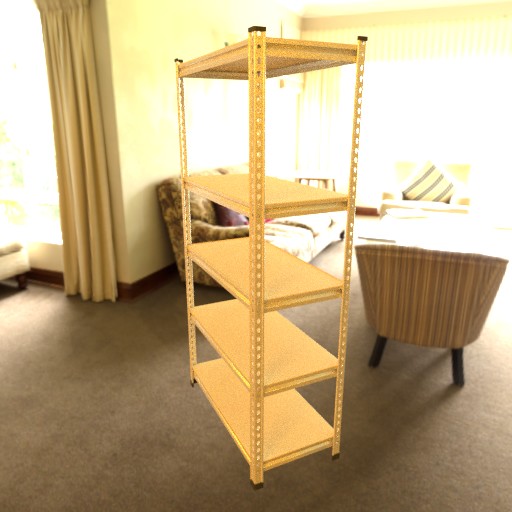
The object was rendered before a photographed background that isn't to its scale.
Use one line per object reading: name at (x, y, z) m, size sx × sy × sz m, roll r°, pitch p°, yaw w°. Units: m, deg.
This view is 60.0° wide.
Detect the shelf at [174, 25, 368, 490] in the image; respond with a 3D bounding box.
shelf at (0.000, 0.000, 2.148) m, size 0.457 × 1.829 × 0.914 m, roll -8°, pitch 19°, yaw -25°
